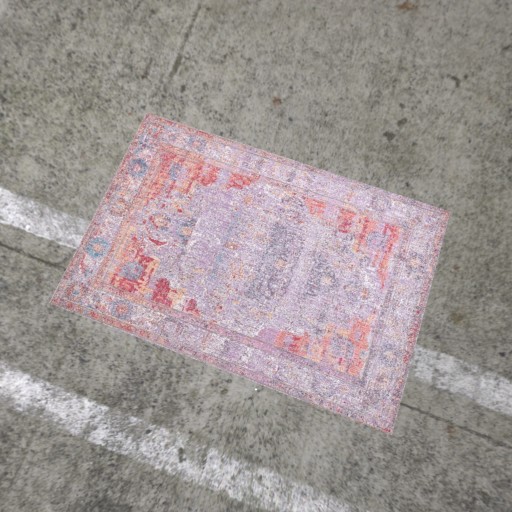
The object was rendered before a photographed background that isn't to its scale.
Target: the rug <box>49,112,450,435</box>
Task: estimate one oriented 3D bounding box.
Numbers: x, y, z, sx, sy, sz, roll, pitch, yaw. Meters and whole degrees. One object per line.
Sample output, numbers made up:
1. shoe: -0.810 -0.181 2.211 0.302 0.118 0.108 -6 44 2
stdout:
1. rug: 0.000 0.000 2.363 1.829 0.005 1.219 19 74 6
